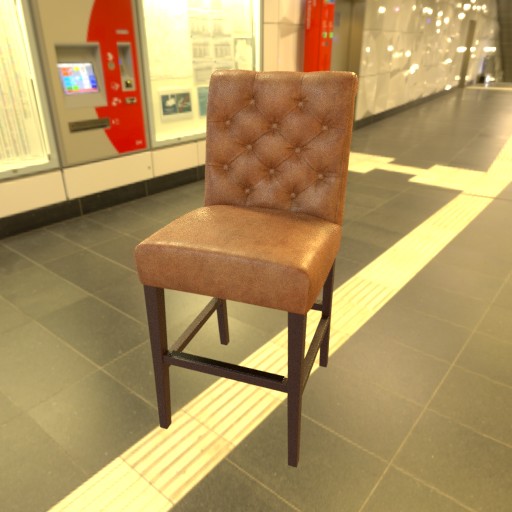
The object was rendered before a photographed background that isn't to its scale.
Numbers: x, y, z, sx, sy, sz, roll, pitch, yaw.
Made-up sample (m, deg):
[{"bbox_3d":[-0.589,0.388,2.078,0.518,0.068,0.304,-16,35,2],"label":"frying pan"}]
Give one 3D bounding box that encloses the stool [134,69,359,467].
[{"bbox_3d":[0.000,0.000,1.380,0.493,1.047,0.601,9,27,18],"label":"stool"}]
